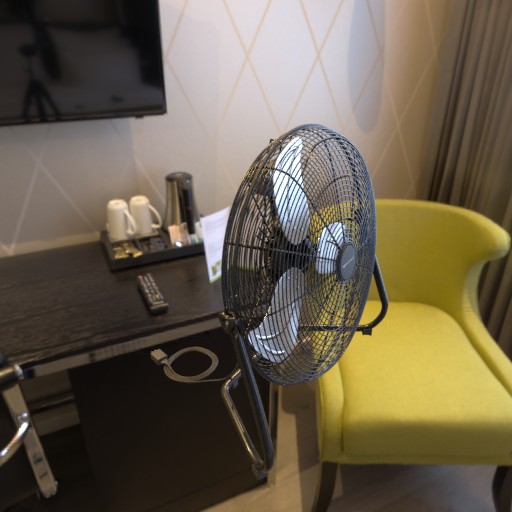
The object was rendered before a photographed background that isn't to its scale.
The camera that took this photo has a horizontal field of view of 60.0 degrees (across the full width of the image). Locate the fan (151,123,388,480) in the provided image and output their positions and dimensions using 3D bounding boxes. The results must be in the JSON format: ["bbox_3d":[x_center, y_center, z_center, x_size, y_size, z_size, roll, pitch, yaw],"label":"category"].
[{"bbox_3d":[0.000,0.000,1.011,0.470,0.605,0.595,18,32,30],"label":"fan"}]
